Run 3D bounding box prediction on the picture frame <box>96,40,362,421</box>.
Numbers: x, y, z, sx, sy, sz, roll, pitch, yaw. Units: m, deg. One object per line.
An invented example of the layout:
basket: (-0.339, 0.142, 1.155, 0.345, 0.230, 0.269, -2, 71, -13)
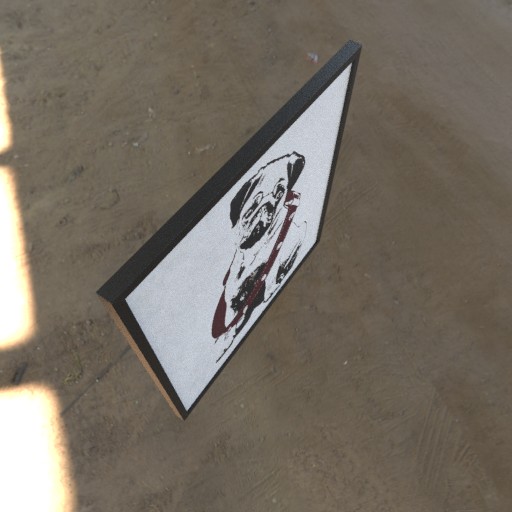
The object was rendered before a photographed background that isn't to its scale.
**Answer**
picture frame: (0.000, 0.000, 1.141, 0.032, 0.775, 0.775, 31, 63, 18)
